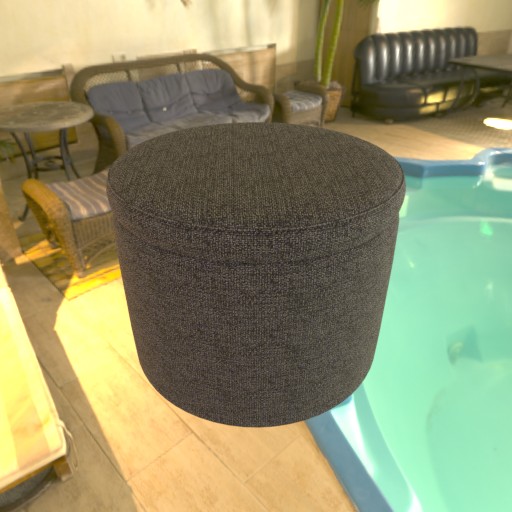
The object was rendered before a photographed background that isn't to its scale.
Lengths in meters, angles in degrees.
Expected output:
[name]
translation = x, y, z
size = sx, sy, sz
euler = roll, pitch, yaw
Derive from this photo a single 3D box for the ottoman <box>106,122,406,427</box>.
[ottoman]
translation = 0.000, 0.000, 0.887
size = 0.520, 0.430, 0.520
euler = 0, 31, 0
